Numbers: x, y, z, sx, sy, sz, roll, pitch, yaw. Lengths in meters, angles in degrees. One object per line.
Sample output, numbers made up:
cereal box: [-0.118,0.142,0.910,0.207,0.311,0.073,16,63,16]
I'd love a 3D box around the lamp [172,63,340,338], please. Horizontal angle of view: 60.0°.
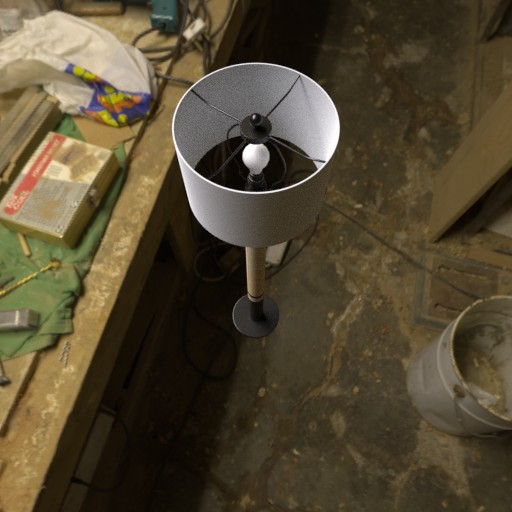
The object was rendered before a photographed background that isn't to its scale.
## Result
lamp: [0.000,0.000,1.657,0.381,1.478,0.381,14,66,6]
